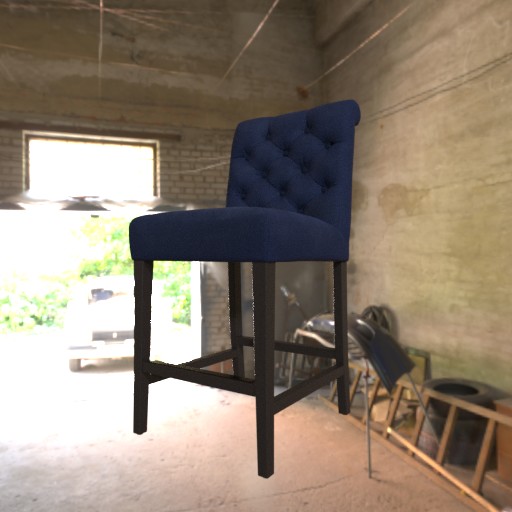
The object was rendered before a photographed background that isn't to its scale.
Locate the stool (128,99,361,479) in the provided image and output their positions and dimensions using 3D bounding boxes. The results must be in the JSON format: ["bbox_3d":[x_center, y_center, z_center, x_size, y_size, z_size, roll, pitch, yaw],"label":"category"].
[{"bbox_3d":[0.000,0.000,1.360,0.493,1.010,0.601,0,1,34],"label":"stool"}]
